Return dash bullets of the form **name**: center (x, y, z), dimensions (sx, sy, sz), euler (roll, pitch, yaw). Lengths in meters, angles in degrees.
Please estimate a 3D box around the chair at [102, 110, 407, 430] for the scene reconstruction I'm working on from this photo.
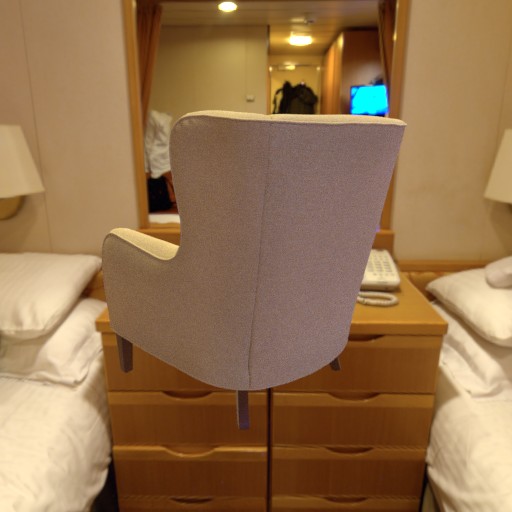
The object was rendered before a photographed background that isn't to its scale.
- **chair**: center (0.000, 0.000, 1.721), dimensions (0.966, 1.040, 0.838), euler (15, 21, 43)
